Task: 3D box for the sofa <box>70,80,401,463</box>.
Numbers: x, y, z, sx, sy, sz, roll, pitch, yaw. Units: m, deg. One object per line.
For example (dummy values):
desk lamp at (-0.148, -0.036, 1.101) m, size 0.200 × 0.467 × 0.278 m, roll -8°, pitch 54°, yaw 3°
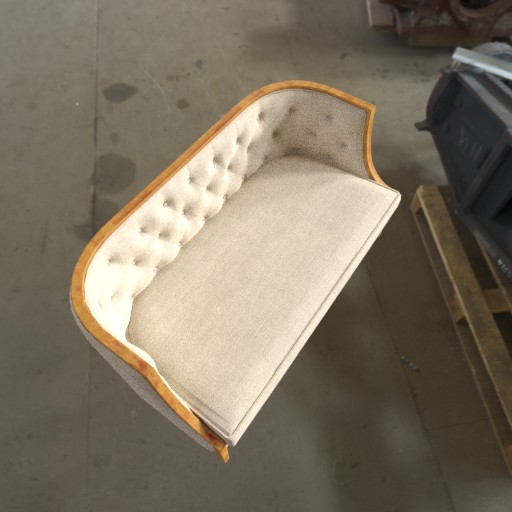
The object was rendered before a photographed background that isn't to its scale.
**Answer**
sofa at (0.000, 0.000, 1.959) m, size 0.770 × 0.775 × 1.474 m, roll 31°, pitch 63°, yaw 18°
